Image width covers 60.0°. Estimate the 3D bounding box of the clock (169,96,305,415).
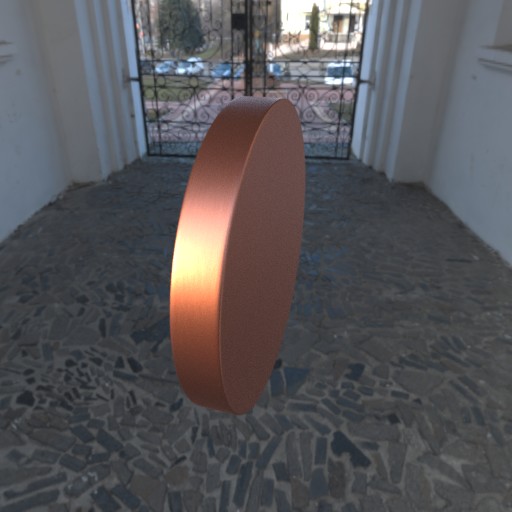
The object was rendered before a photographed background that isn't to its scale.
[{"bbox_3d":[0.000,0.000,0.464,0.040,0.313,0.313,8,30,15],"label":"clock"}]
